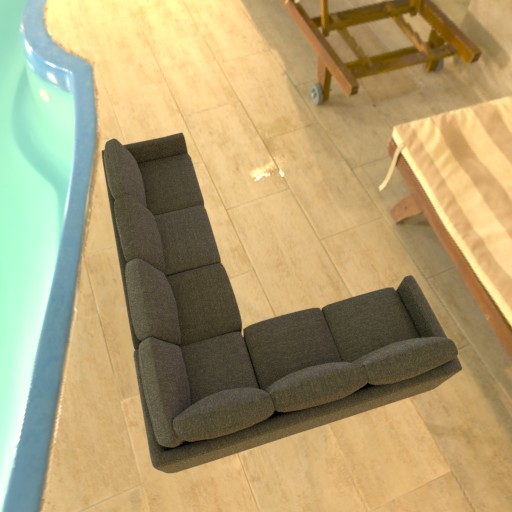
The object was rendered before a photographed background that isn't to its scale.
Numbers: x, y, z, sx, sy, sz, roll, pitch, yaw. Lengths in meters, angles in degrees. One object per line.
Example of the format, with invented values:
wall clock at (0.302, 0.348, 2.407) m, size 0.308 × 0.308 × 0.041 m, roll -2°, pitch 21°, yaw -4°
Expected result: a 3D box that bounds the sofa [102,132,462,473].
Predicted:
sofa at (0.000, 0.000, 4.401) m, size 2.593 × 0.947 × 3.302 m, roll -15°, pitch 61°, yaw -8°
